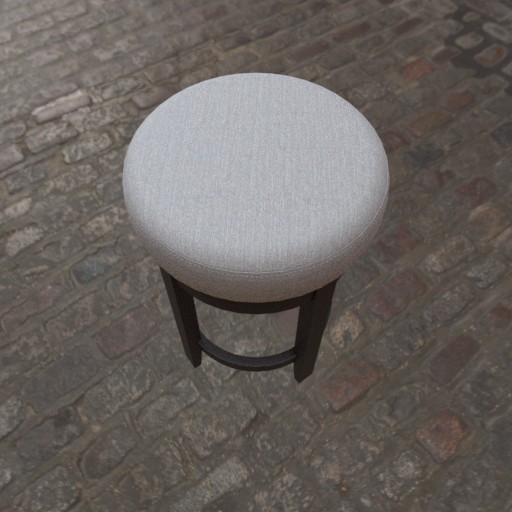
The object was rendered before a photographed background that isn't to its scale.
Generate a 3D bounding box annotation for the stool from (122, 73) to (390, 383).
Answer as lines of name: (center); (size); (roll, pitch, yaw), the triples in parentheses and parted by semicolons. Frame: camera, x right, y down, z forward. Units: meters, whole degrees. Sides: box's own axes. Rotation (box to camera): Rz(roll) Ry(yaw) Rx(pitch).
stool: (0.000, 0.000, 0.979); (0.443, 0.672, 0.443); (0, 59, 0)
